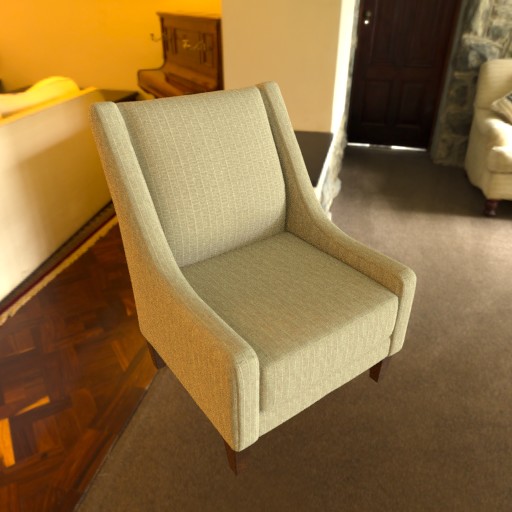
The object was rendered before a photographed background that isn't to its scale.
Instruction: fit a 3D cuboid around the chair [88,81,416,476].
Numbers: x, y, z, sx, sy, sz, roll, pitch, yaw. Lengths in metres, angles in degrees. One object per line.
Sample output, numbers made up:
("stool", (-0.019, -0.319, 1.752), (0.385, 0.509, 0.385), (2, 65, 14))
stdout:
("chair", (0.000, 0.000, 1.580), (0.774, 1.014, 0.870), (-20, 36, -31))
